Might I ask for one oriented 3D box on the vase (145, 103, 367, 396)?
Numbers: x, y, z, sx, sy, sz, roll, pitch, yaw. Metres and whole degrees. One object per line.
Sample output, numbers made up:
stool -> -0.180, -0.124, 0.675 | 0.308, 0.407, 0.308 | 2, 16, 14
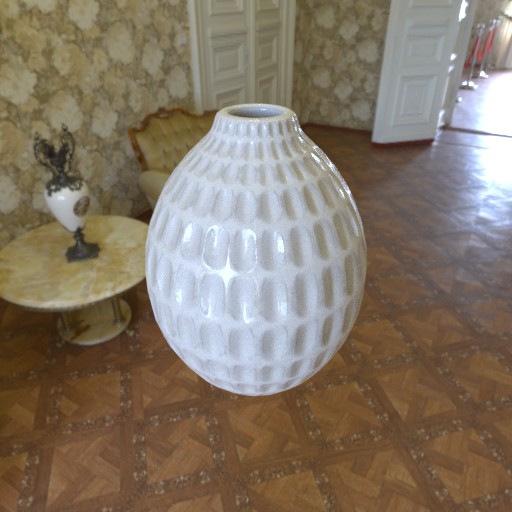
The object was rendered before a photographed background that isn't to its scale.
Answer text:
vase -> 0.000, 0.000, 0.262 | 0.128, 0.167, 0.128 | 0, 30, 0
